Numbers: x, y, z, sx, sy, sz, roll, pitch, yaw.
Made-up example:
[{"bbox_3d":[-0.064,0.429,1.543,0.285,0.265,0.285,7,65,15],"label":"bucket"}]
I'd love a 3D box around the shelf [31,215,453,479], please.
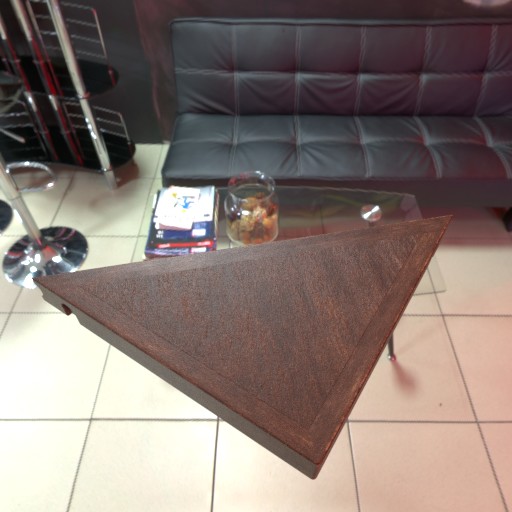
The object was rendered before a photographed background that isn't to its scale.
[{"bbox_3d":[0.000,0.000,0.445,0.296,0.035,0.296,26,53,22],"label":"shelf"}]
